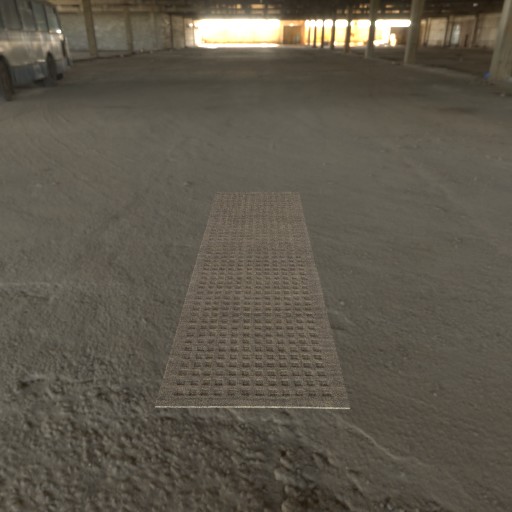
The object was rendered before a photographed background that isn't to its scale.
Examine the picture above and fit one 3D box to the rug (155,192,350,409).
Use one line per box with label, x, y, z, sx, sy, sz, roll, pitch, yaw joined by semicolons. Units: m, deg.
rug;0.000;0.000;2.690;0.706;0.009;2.443;0;27;1
